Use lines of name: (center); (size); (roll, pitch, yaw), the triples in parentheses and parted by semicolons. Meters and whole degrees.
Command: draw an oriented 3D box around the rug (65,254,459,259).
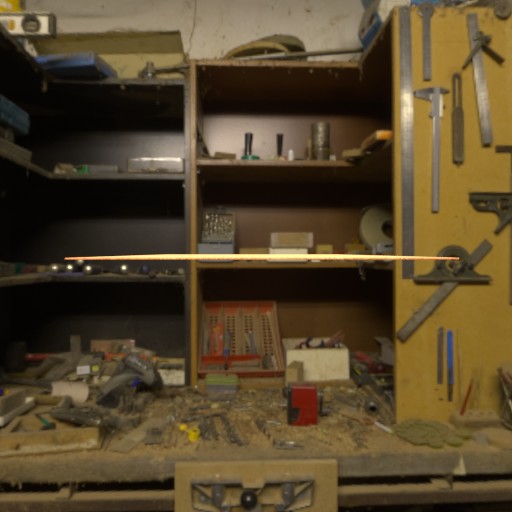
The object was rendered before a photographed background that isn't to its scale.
rug: (0.000, 0.000, 2.854); (1.524, 0.006, 2.285); (0, 1, -2)
